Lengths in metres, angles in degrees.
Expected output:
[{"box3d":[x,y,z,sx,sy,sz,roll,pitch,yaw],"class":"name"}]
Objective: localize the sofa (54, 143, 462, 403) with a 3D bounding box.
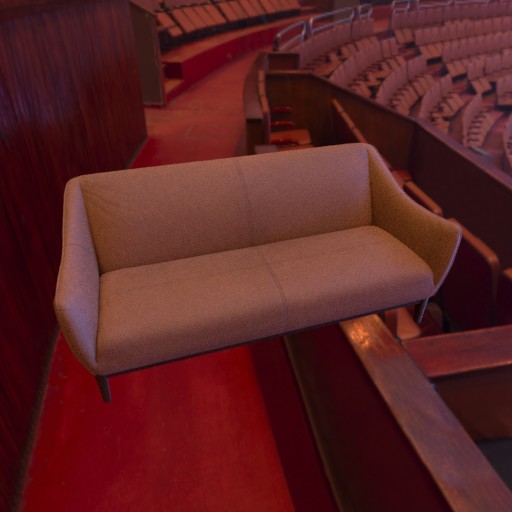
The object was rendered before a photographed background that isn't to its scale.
[{"box3d":[0.000,0.000,2.385,1.928,0.830,0.869,-10,34,-16],"class":"sofa"}]
